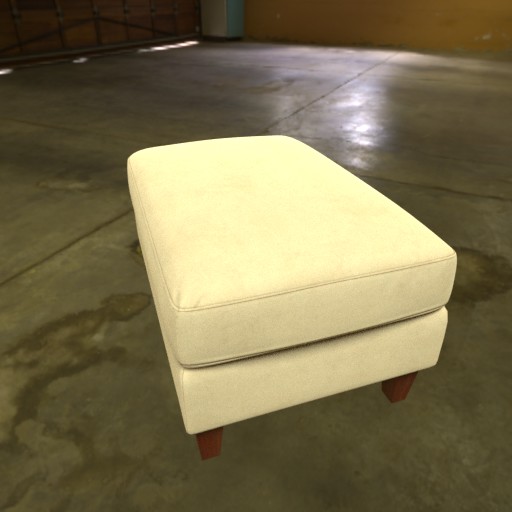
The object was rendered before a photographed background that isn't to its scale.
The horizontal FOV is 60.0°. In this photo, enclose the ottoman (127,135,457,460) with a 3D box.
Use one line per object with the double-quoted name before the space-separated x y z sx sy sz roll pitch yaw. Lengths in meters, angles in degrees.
"ottoman" 0.000 0.000 1.204 0.584 0.483 0.864 -10 32 -16
